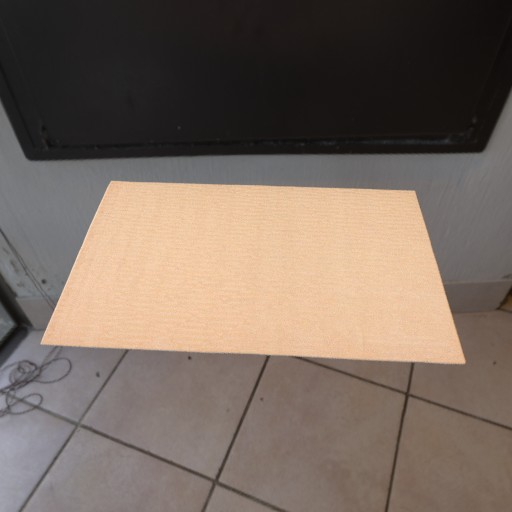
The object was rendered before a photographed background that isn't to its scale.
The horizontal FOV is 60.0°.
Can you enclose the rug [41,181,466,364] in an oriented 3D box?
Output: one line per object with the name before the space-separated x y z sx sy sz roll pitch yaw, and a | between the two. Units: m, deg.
rug | 0.000 0.000 3.030 2.441 0.014 1.531 2 47 2
